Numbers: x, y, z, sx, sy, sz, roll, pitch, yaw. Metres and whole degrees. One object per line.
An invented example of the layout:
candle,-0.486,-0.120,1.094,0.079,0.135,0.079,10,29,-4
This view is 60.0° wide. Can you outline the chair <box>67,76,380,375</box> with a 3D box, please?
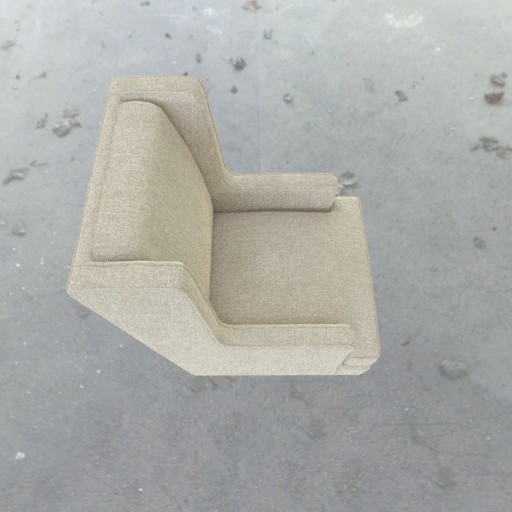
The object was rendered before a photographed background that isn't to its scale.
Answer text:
chair,0.000,0.000,1.728,0.948,1.082,0.764,0,62,0
